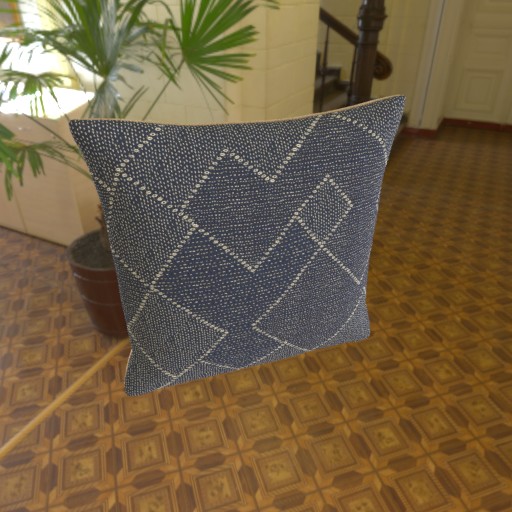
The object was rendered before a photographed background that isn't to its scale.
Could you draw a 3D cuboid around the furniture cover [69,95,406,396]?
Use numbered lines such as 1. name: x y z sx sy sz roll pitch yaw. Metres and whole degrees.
1. furniture cover: 0.000 0.000 0.762 0.511 0.503 0.162 -10 33 -16
